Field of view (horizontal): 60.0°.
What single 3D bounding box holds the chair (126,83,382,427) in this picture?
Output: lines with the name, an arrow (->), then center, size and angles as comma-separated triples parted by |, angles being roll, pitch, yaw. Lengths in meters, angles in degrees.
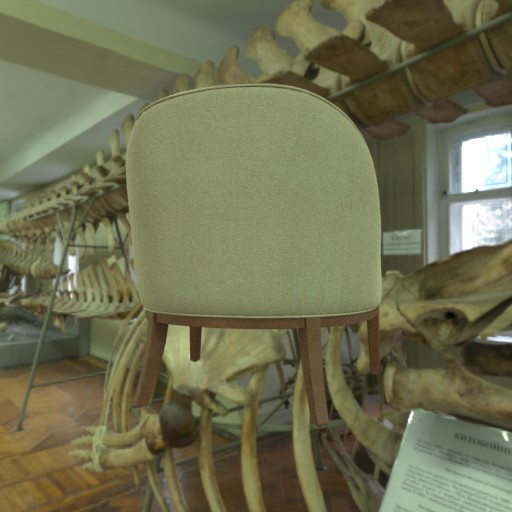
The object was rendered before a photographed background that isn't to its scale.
chair -> 0.000, 0.000, 1.483 | 0.803, 0.876, 0.735 | 0, -2, 17
